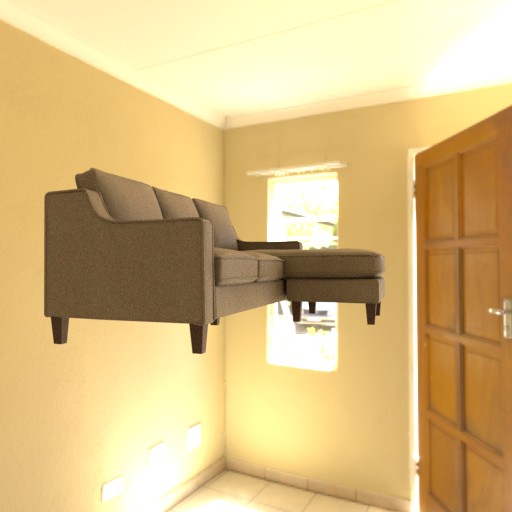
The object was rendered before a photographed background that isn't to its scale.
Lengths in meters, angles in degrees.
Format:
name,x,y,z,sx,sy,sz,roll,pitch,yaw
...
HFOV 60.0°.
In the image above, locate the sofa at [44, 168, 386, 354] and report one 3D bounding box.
name,x,y,z,sx,sy,sz,roll,pitch,yaw
sofa,0.000,0.000,3.402,1.858,1.081,2.317,0,-2,19
